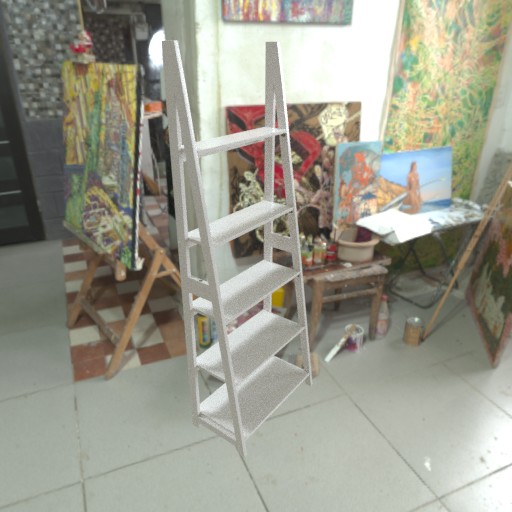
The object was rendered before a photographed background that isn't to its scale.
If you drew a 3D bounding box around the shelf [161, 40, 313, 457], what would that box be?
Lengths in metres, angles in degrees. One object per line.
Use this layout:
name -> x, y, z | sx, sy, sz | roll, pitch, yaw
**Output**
shelf -> 0.000, 0.000, 2.038 | 0.341, 1.779, 0.636 | 18, 31, 33
